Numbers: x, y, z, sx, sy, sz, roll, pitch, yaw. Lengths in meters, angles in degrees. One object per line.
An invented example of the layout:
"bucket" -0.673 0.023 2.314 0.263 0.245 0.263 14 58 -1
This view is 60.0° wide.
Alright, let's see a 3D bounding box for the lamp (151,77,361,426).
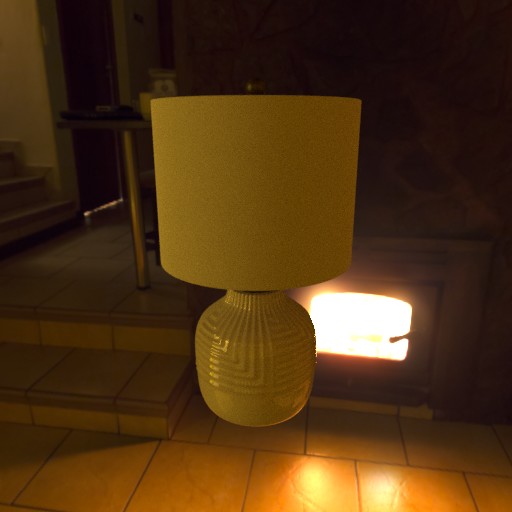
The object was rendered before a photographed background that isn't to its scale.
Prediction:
"lamp" 0.000 0.000 0.756 0.318 0.567 0.318 0 17 0
